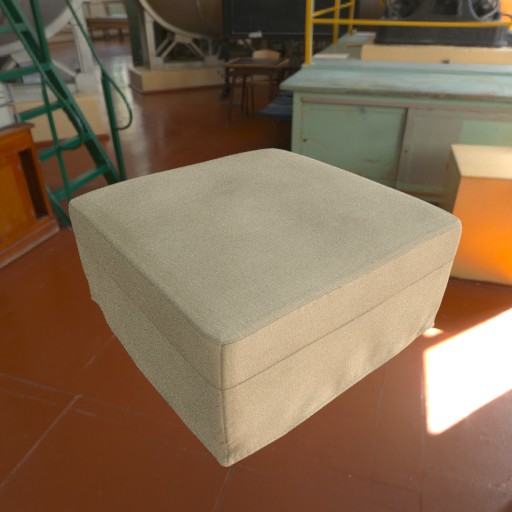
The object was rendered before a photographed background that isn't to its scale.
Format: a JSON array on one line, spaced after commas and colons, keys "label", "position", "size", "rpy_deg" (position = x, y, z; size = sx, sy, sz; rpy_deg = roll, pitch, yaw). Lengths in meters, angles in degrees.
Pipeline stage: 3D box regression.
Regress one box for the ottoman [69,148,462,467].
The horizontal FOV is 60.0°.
[{"label": "ottoman", "position": [0.000, 0.000, 1.354], "size": [0.842, 0.441, 0.843], "rpy_deg": [-22, 37, -32]}]
